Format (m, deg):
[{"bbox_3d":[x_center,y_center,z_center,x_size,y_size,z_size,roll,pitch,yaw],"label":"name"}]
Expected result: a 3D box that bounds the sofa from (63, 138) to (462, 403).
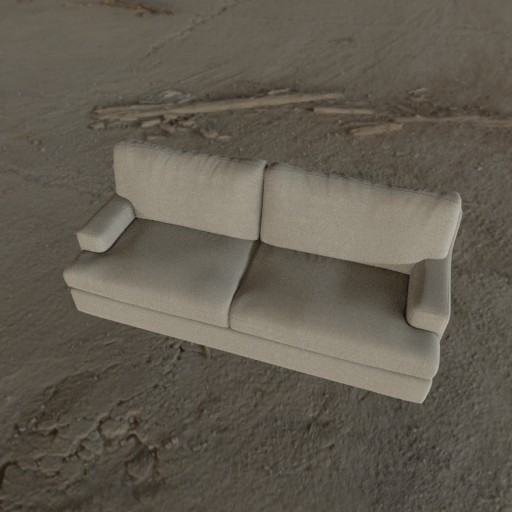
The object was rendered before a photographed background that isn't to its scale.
[{"bbox_3d":[0.000,0.000,2.836,2.354,0.980,0.962,12,43,13],"label":"sofa"}]
